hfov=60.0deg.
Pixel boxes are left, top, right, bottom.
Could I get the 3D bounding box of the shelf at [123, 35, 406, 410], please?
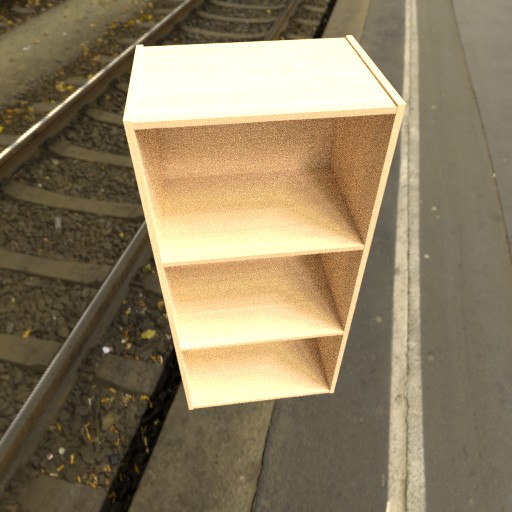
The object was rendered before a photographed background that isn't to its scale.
[{"bbox_3d":[0.000,0.000,1.054,0.417,0.876,0.292,-5,45,-5],"label":"shelf"}]
